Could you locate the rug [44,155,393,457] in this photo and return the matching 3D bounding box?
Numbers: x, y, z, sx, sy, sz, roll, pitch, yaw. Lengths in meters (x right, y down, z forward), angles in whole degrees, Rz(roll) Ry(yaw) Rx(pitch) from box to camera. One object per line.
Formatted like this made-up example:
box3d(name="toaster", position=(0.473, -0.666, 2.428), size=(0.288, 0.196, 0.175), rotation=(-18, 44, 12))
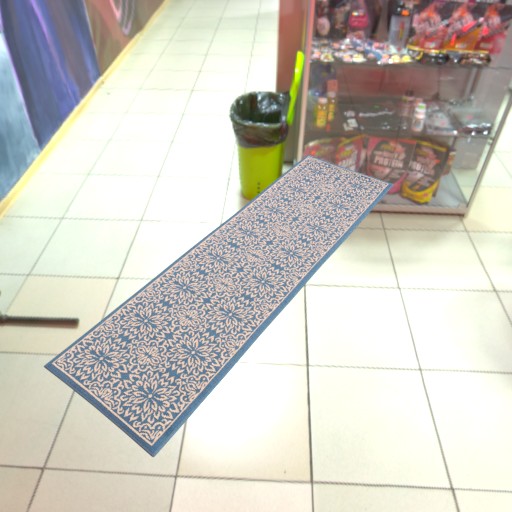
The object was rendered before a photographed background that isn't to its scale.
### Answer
box3d(name="rug", position=(0.000, 0.000, 2.411), size=(0.662, 0.011, 2.196), rotation=(26, 48, 25))
